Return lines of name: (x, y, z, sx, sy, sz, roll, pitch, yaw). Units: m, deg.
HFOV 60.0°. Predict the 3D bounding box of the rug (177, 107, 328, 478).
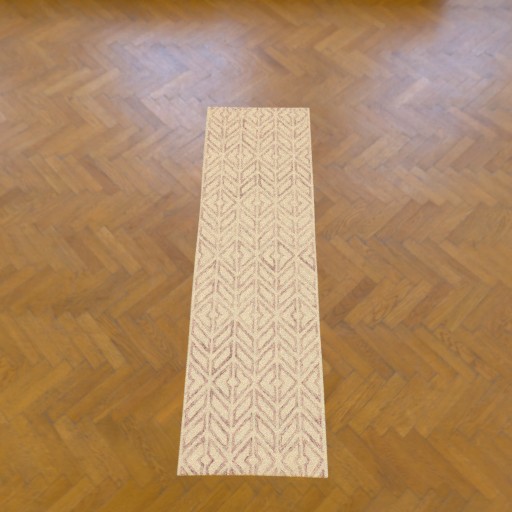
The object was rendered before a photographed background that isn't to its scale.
rug: (0.000, 0.000, 2.731, 0.750, 0.009, 2.435, 1, 64, 0)
